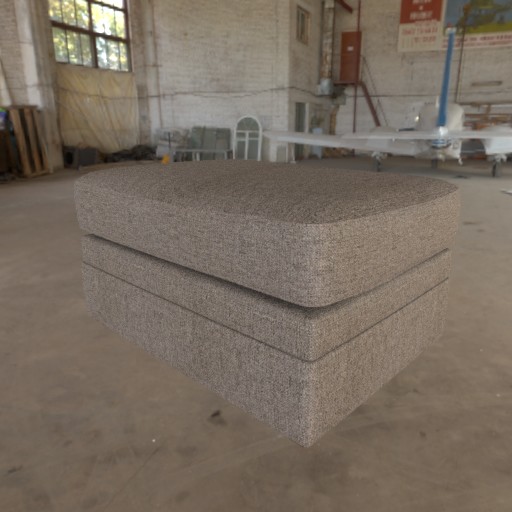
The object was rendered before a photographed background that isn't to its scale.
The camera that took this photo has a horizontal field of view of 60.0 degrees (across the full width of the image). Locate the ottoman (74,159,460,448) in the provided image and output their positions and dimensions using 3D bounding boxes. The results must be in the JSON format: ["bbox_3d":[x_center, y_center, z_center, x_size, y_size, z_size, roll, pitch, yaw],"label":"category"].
[{"bbox_3d":[0.000,0.000,1.221,0.885,0.478,0.637,15,23,41],"label":"ottoman"}]
